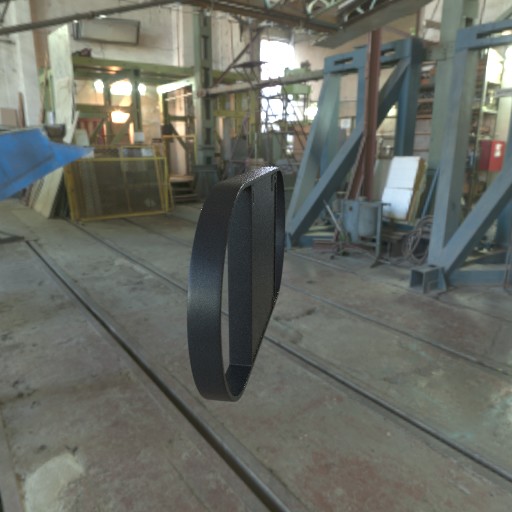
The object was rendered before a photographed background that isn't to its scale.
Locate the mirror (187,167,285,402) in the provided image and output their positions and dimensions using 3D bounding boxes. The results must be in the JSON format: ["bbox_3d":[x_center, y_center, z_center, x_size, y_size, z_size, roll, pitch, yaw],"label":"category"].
[{"bbox_3d":[0.000,0.000,0.687,0.032,0.254,0.584,2,15,9],"label":"mirror"}]
